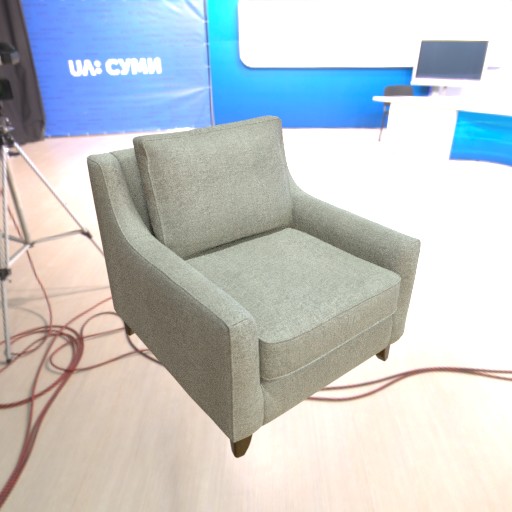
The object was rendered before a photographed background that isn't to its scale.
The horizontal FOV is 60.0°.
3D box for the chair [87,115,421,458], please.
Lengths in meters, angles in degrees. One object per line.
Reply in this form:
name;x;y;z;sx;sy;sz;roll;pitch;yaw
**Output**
chair;0.000;0.000;1.631;0.838;0.864;0.918;-20;35;-33
